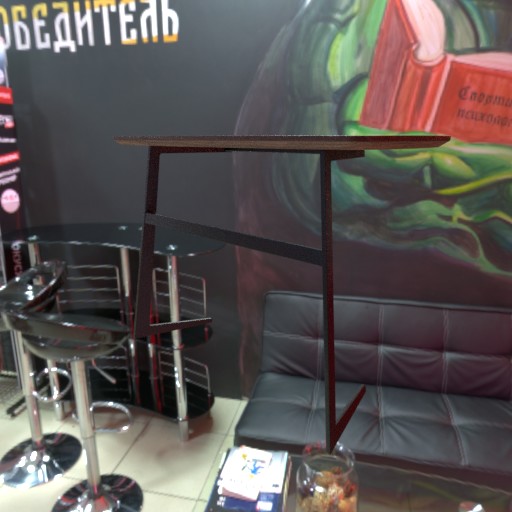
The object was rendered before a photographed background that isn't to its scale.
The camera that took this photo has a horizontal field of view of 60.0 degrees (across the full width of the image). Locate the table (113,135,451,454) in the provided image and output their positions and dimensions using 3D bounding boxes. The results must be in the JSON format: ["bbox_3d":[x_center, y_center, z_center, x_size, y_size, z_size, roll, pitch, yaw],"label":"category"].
[{"bbox_3d":[0.000,0.000,1.102,0.804,0.576,0.361,14,21,43],"label":"table"}]
